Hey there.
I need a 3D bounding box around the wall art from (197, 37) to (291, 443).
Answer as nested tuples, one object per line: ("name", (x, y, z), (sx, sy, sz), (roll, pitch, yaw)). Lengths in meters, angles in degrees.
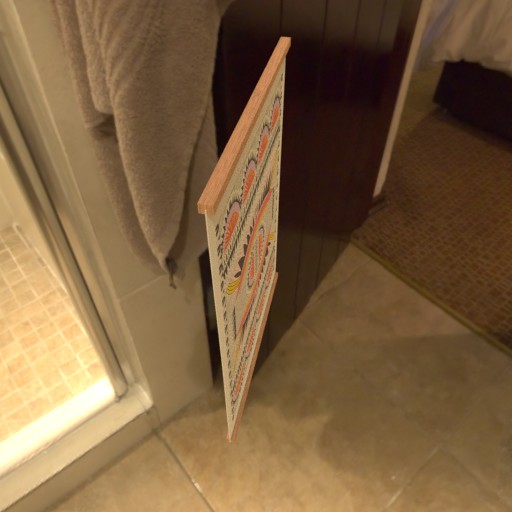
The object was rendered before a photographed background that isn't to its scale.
("wall art", (0.000, 0.000, 1.363), (0.028, 1.016, 0.765), (9, 47, 9))
